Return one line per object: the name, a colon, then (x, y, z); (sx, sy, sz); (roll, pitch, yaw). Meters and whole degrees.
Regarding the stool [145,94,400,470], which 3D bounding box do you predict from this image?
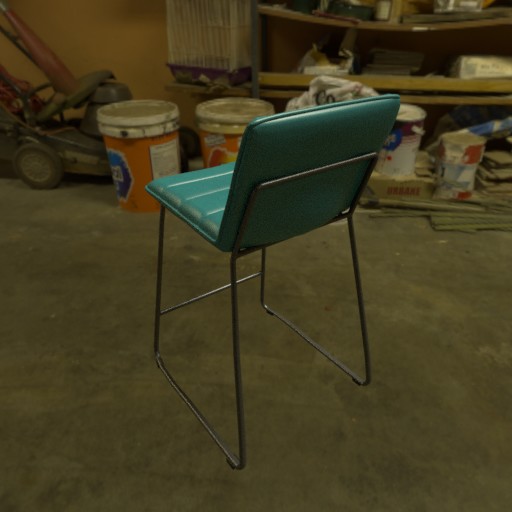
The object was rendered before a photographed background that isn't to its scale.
stool: (0.000, 0.000, 1.185); (0.489, 0.866, 0.524); (-21, 36, -31)
